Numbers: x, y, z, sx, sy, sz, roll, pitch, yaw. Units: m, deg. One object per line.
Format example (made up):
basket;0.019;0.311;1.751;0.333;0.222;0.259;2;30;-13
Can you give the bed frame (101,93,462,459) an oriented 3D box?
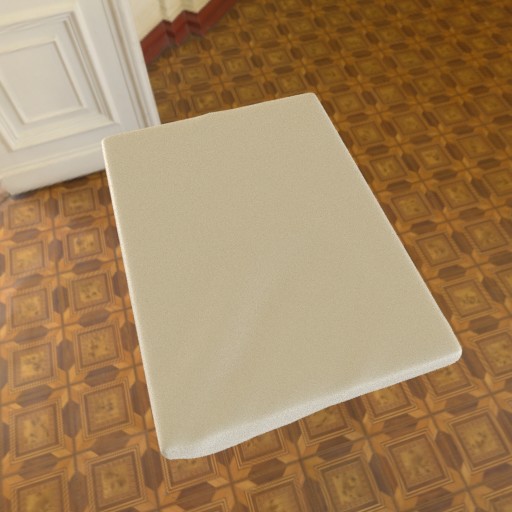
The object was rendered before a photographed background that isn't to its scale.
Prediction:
bed frame;0.000;0.000;2.853;1.584;0.667;2.151;-15;60;-9
